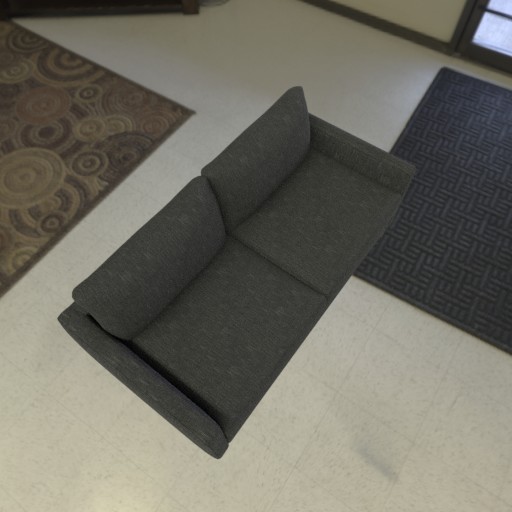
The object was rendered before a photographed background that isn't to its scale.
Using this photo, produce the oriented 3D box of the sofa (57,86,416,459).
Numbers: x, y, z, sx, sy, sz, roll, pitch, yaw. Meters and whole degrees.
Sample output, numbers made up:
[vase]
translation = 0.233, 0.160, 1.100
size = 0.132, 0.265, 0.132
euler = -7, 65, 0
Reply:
[sofa]
translation = 0.000, 0.000, 2.245
size = 0.866, 0.862, 1.716
euler = 33, 65, 18
